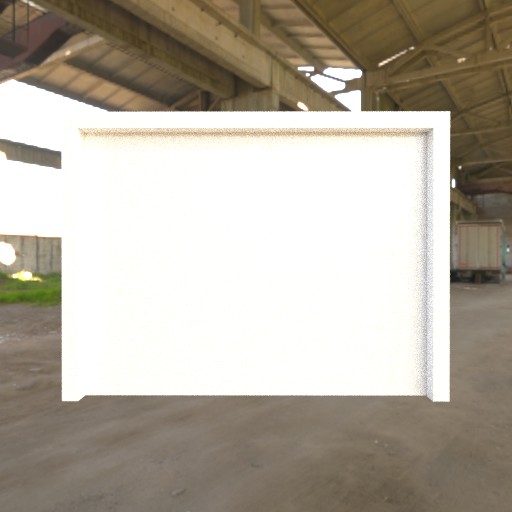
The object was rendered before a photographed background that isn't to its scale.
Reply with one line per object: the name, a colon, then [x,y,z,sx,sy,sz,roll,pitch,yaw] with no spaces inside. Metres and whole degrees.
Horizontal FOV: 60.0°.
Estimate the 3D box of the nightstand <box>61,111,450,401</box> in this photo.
nightstand: [0.000,0.000,0.740,0.470,0.351,0.408,0,0,0]
